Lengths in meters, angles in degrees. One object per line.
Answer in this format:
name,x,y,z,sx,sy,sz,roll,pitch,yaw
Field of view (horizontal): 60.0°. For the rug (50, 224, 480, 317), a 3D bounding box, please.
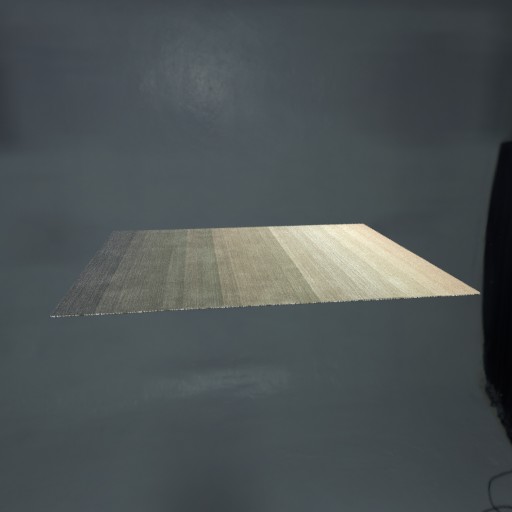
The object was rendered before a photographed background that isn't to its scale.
rug,0.000,0.000,4.067,2.932,0.015,2.315,-2,17,-7
